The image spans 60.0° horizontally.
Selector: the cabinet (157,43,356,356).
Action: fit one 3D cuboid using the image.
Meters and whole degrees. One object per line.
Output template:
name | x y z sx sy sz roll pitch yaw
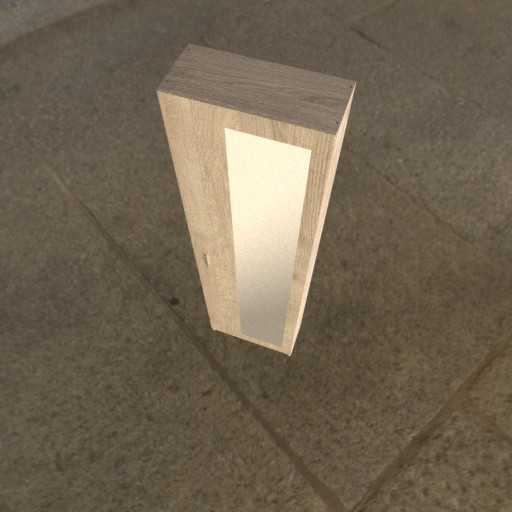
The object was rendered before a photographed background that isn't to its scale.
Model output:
cabinet | 0.000 0.000 1.969 0.500 1.790 0.230 17 61 10
